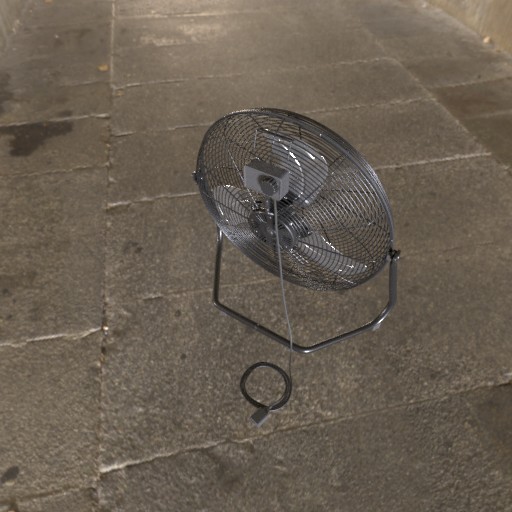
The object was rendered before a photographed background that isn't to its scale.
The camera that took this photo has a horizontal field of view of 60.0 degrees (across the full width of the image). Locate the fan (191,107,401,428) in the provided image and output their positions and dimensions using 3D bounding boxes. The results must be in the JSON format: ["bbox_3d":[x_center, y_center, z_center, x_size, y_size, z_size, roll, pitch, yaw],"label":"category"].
[{"bbox_3d":[0.000,0.000,1.015,0.595,0.605,0.470,25,51,22],"label":"fan"}]
